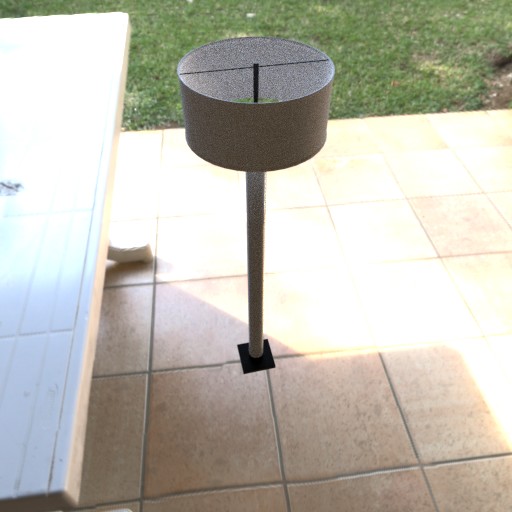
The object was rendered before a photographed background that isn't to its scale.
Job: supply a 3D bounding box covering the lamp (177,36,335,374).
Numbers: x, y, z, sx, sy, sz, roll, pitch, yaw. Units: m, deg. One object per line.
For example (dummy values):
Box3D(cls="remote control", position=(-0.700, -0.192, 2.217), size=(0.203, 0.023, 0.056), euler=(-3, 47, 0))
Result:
Box3D(cls="lamp", position=(0.000, 0.000, 1.705), size=(0.420, 1.475, 0.420), euler=(-9, 47, -9))
